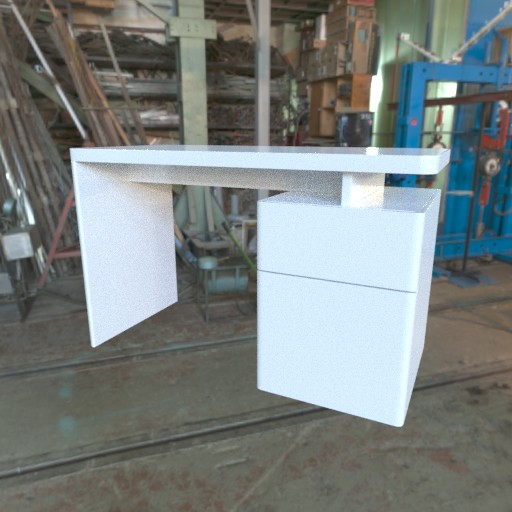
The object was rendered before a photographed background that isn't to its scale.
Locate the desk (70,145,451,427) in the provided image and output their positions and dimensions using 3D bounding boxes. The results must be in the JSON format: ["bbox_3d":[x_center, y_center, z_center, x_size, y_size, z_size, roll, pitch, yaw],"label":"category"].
[{"bbox_3d":[0.000,0.000,1.612,1.200,0.760,0.550,7,17,25],"label":"desk"}]
